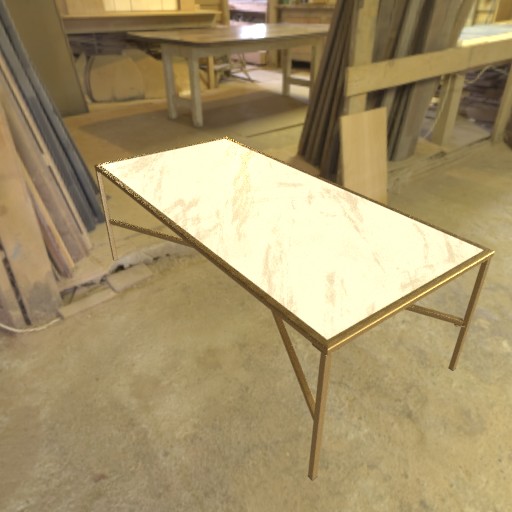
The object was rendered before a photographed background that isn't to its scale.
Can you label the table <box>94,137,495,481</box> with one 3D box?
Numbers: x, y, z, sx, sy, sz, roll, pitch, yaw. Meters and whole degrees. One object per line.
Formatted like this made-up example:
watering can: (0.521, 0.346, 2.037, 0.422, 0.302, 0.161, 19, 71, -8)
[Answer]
table: (0.000, 0.000, 1.458, 0.577, 0.405, 1.197, -21, 37, -31)
